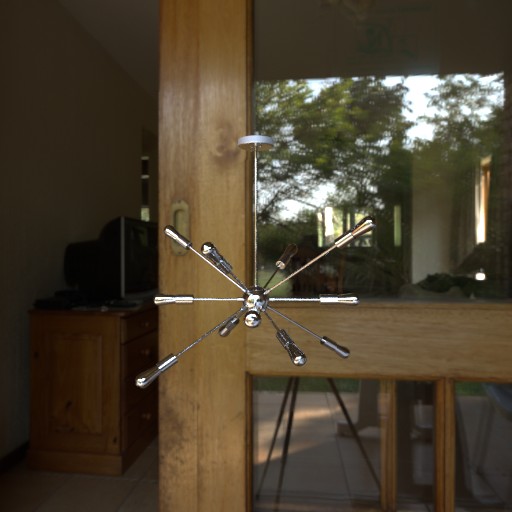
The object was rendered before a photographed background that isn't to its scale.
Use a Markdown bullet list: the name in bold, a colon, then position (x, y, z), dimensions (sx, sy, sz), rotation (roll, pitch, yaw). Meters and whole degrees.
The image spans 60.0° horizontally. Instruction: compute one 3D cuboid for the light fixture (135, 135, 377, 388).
- **light fixture**: position (0.000, 0.000, 1.070), dimensions (0.509, 0.558, 0.684), rotation (0, 0, 1)
